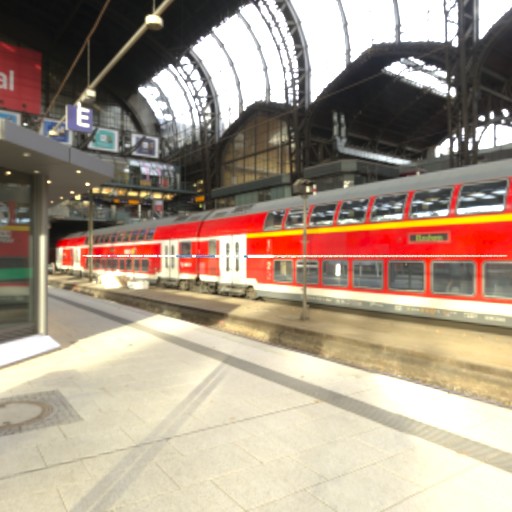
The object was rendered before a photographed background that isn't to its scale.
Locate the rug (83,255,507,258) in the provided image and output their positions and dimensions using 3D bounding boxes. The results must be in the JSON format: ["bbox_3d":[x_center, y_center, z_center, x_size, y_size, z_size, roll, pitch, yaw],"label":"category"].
[{"bbox_3d":[0.000,0.000,2.880,1.532,0.010,2.441,0,0,-36],"label":"rug"}]
